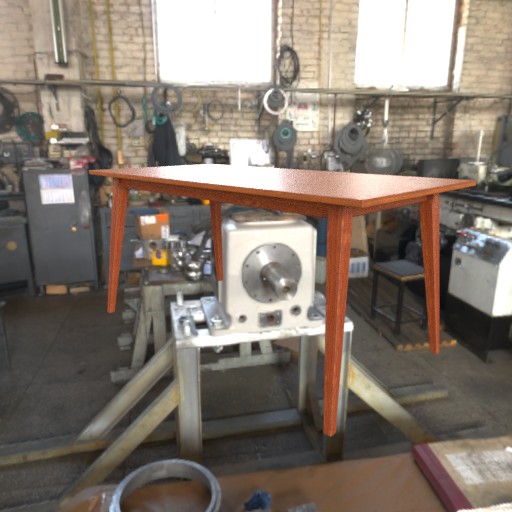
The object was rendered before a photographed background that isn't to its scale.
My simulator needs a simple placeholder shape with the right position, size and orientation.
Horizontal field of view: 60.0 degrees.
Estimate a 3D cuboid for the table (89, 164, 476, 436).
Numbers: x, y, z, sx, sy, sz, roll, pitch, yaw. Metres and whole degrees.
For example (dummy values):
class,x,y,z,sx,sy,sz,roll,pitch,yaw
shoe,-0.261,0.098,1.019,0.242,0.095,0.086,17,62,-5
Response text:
class,x,y,z,sx,sy,sz,roll,pitch,yaw
table,0.000,0.000,2.087,0.811,0.755,1.609,-14,21,-43
